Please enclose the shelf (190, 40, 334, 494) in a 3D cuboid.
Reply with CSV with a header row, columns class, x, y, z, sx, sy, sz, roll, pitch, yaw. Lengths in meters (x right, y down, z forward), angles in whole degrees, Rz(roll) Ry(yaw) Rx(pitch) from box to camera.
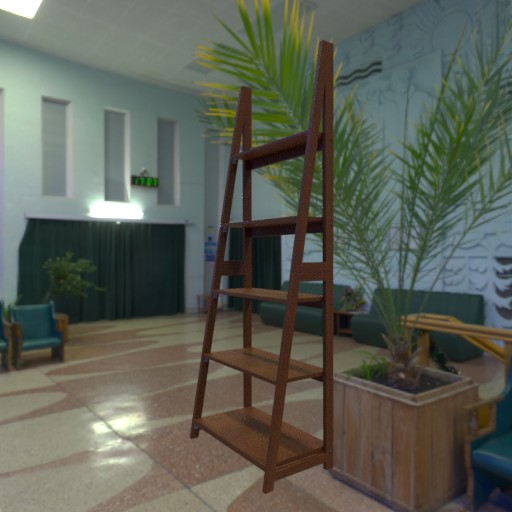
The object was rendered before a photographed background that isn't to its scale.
class,x,y,z,sx,sy,sz,roll,pitch,yaw
shelf,0.000,0.000,2.013,0.356,1.780,0.630,0,0,-35
